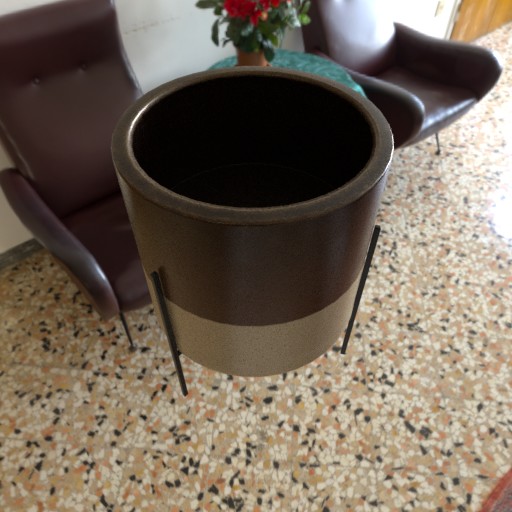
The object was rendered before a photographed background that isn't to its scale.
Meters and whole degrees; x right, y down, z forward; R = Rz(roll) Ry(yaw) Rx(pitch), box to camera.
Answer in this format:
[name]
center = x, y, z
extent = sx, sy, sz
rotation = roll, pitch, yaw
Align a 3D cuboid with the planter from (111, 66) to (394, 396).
[planter]
center = 0.000, 0.000, 0.714
extent = 0.354, 0.465, 0.345
rotation = 10, 48, 9
